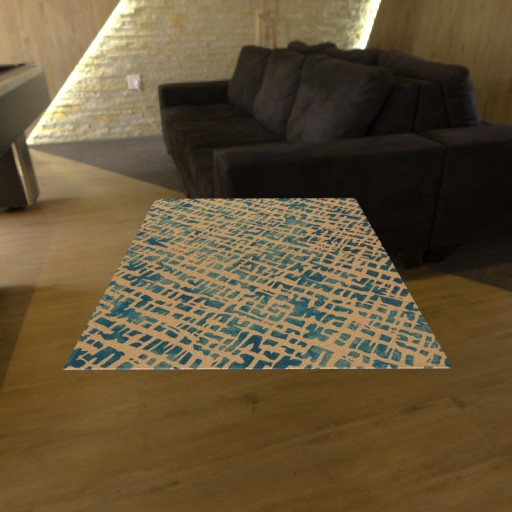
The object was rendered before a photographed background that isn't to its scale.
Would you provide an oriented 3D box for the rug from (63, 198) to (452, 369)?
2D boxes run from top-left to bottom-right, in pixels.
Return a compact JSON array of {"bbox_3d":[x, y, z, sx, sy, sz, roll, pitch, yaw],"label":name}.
[{"bbox_3d":[0.000,0.000,4.082,2.435,0.007,3.007,0,28,0],"label":"rug"}]
